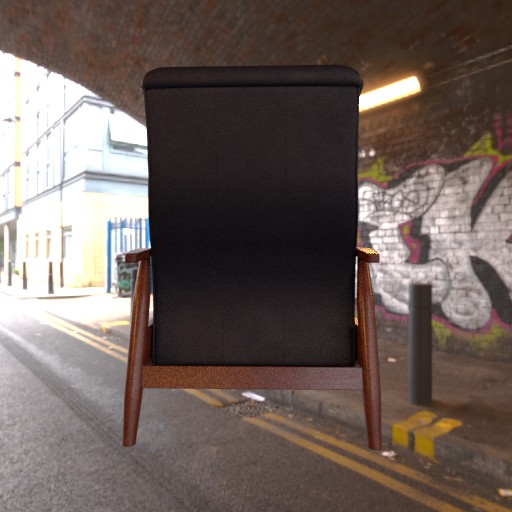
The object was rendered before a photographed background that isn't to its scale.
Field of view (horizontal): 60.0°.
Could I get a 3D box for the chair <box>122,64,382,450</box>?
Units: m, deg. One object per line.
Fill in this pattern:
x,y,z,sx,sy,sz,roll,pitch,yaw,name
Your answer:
0.000,0.000,1.734,0.762,1.082,1.014,0,0,2,chair
